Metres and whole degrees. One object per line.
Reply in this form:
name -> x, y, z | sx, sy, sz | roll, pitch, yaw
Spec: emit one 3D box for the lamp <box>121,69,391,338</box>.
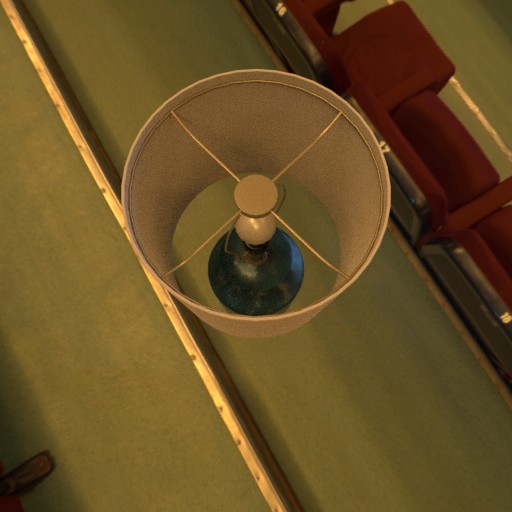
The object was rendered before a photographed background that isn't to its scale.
lamp -> 0.000, 0.000, 0.567 | 0.211, 0.455, 0.211 | -30, 78, -7
